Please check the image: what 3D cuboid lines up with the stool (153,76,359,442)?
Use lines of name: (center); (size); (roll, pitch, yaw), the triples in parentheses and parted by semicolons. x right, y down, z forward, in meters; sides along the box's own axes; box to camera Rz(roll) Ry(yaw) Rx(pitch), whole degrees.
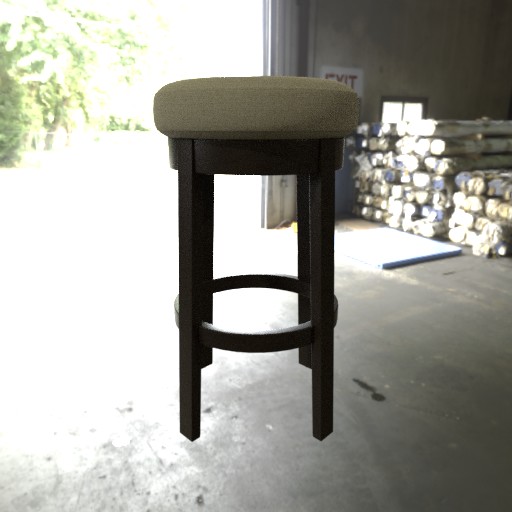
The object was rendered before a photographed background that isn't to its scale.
stool: (0.000, 0.000, 1.031); (0.446, 0.758, 0.446); (0, 17, 0)
